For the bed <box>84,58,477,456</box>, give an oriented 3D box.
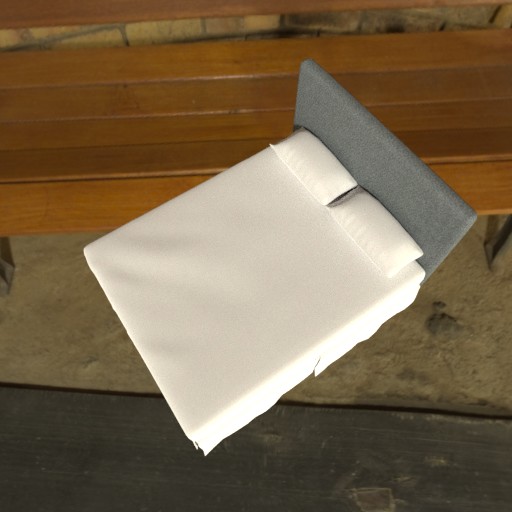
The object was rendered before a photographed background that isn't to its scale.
[{"bbox_3d":[0.000,0.000,3.201,2.142,1.330,1.723,-31,67,-15],"label":"bed"}]
